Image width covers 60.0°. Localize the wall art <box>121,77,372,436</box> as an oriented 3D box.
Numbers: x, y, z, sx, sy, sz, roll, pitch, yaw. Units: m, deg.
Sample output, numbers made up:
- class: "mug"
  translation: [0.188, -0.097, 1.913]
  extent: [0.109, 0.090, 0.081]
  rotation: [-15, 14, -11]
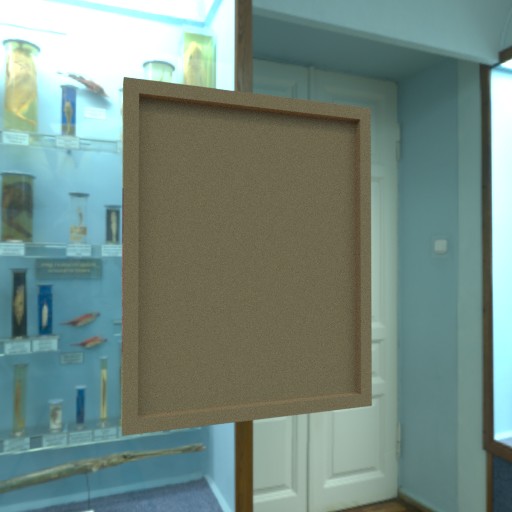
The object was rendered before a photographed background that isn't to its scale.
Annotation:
- class: "wall art"
  translation: [0.000, 0.000, 0.704]
  extent: [0.406, 0.508, 0.028]
  rotation: [0, -1, -19]
